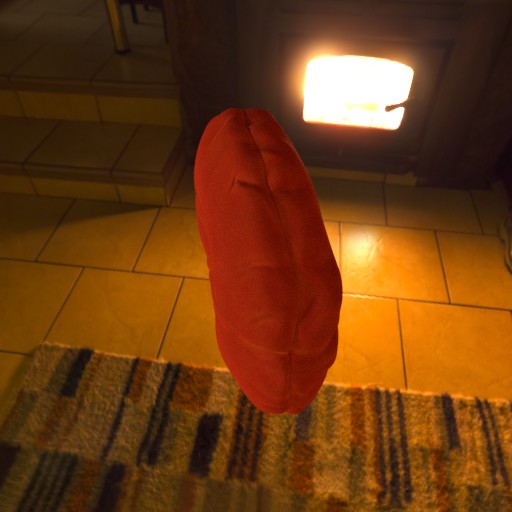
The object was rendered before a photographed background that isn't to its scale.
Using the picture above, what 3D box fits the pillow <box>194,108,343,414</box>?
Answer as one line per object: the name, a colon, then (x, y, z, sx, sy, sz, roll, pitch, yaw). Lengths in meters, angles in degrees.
pillow: (0.000, 0.000, 0.640, 0.148, 0.407, 0.428, -9, 46, -8)
